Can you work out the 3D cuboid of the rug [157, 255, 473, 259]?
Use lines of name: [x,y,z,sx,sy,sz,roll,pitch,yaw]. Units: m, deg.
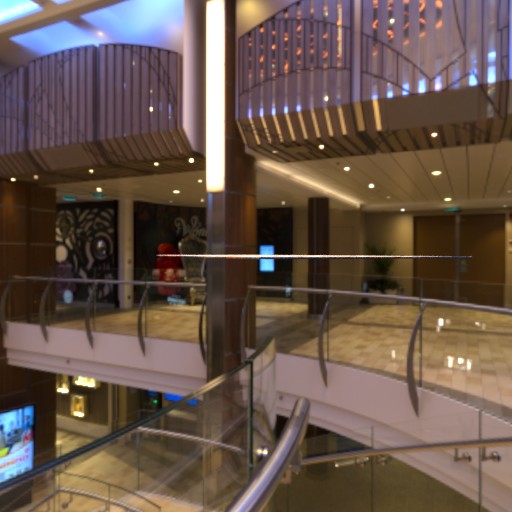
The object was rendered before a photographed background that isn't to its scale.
rug: [0.000,0.000,2.575,0.832,0.008,2.362,0,0,-20]
